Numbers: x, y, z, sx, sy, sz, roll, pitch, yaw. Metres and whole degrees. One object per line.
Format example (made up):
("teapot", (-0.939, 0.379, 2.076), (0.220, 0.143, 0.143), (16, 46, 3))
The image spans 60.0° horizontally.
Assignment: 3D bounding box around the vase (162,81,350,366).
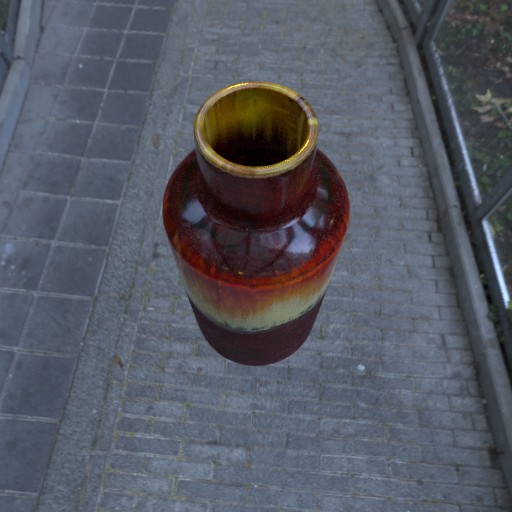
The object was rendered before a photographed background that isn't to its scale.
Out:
("vase", (0.000, 0.000, 0.318), (0.111, 0.261, 0.111), (0, 63, 0))
